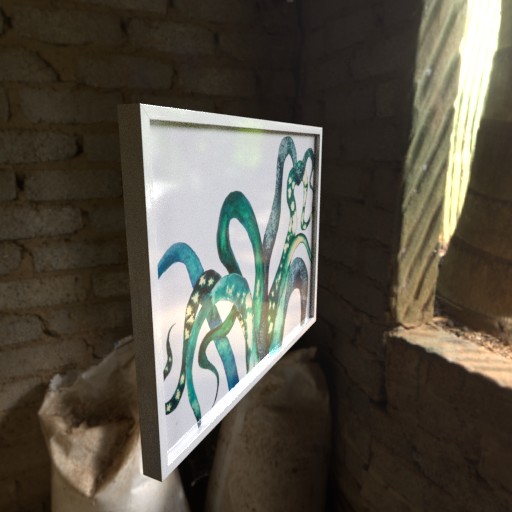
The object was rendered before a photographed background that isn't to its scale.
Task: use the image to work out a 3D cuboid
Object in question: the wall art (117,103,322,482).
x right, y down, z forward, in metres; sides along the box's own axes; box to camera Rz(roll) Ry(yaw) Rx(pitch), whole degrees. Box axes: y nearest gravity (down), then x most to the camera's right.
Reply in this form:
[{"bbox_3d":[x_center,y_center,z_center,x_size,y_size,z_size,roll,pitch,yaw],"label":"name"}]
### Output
[{"bbox_3d":[0.000,0.000,1.342,0.053,0.787,1.041,7,15,25],"label":"wall art"}]
